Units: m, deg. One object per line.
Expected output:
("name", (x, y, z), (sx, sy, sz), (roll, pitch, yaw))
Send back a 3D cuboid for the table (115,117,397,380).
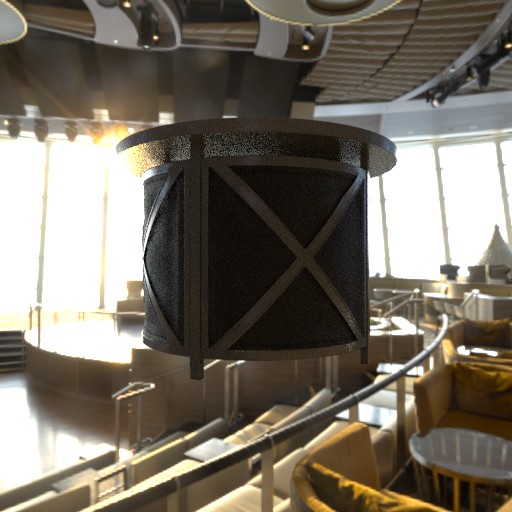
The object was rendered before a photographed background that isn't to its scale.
("table", (0.000, 0.000, 1.502), (0.914, 0.650, 0.914), (0, 0, 0))
